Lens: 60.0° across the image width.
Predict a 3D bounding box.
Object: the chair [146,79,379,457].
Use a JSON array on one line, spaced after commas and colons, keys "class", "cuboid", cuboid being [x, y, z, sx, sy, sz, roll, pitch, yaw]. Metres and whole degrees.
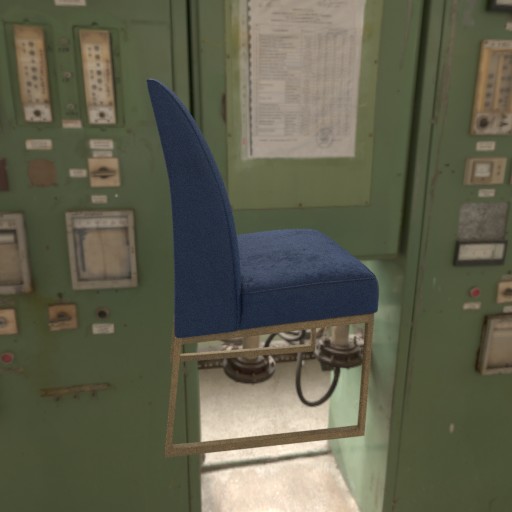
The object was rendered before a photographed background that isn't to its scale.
[{"class": "chair", "cuboid": [0.000, 0.000, 1.219, 0.522, 0.863, 0.508, -3, 17, -9]}]
